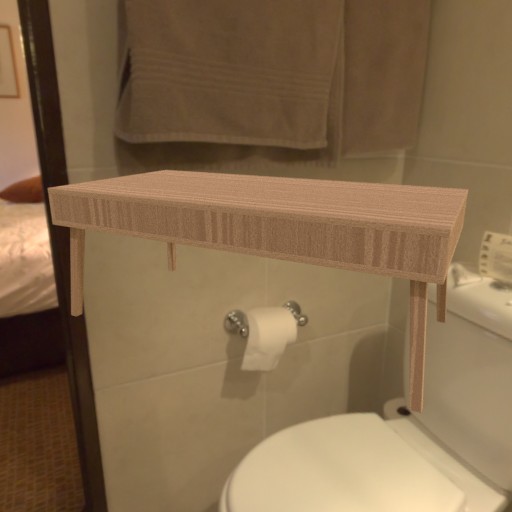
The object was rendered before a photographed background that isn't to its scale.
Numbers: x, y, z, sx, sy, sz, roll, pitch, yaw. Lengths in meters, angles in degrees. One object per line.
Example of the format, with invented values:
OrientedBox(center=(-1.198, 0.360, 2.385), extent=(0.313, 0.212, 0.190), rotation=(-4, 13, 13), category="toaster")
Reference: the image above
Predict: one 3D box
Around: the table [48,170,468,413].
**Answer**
OrientedBox(center=(0.000, 0.000, 1.479), extent=(1.200, 0.450, 0.600), rotation=(9, 19, 26), category="table")
